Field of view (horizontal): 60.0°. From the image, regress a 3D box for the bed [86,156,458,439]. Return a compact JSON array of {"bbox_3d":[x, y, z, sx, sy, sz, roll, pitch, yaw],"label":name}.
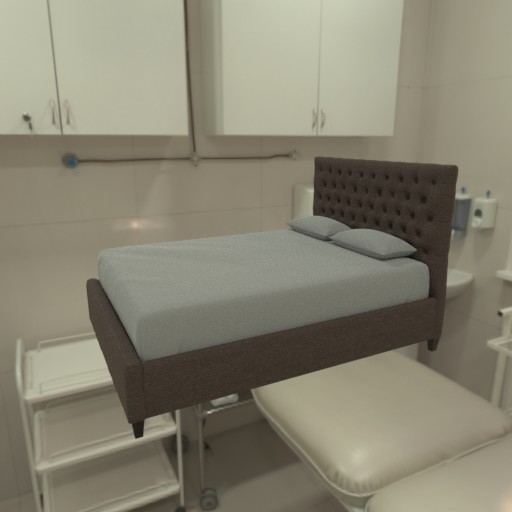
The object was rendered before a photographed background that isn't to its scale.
[{"bbox_3d":[0.000,0.000,3.473,2.387,1.427,1.698,-7,17,-26],"label":"bed"}]
